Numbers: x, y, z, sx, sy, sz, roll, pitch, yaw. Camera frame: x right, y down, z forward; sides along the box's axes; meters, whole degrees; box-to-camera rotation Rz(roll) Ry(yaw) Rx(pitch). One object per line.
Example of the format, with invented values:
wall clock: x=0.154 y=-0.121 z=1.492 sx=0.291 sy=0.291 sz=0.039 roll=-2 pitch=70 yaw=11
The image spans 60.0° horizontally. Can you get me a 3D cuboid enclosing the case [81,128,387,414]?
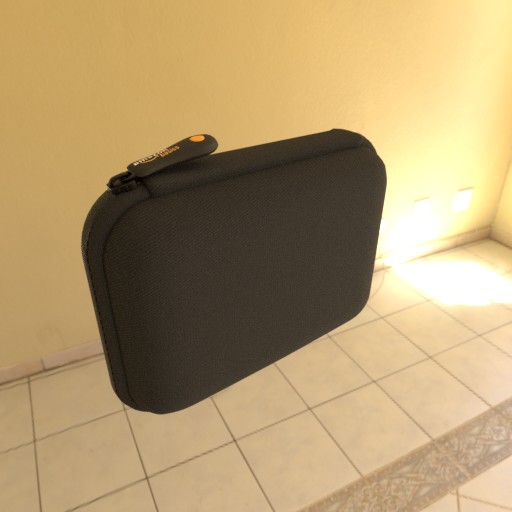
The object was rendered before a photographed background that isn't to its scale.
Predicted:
case: x=0.000 y=0.000 z=0.181 sx=0.132 sy=0.105 sz=0.038 roll=-20 pitch=36 yaw=-31
